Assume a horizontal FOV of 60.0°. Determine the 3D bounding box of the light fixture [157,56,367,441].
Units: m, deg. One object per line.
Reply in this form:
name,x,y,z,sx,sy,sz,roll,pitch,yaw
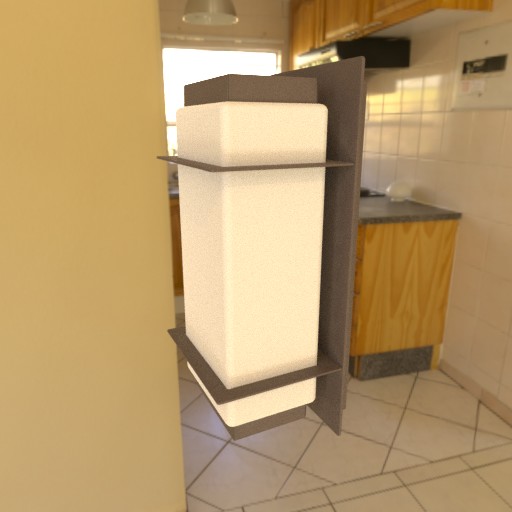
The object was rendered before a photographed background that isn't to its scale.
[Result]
light fixture,0.000,0.000,0.432,0.146,0.347,0.153,-8,18,-25
